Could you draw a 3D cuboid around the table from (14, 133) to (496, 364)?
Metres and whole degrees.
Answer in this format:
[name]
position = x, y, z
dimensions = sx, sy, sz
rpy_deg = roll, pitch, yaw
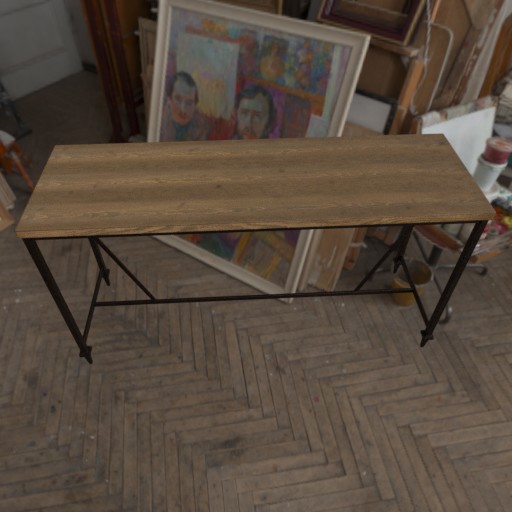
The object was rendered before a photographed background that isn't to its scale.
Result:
[table]
position = 0.000, 0.000, 2.066
dimensions = 1.700, 0.902, 0.551
rpy_deg = -2, 46, -2
